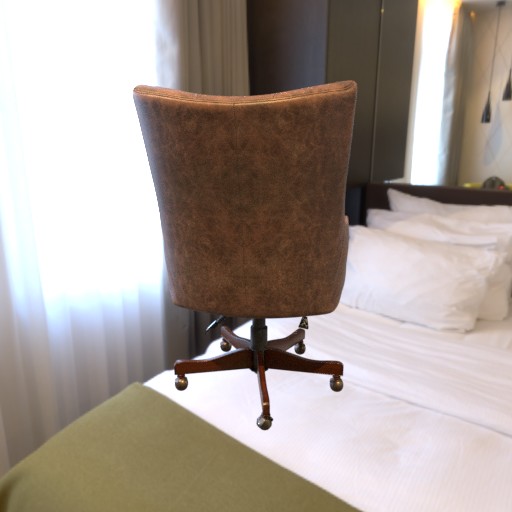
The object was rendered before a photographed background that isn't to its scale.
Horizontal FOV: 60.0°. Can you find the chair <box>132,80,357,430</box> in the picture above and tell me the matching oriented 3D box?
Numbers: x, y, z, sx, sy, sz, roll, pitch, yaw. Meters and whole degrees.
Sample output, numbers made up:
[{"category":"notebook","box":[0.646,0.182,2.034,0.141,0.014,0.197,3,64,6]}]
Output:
[{"category":"chair","box":[0.000,0.000,1.488,0.641,1.035,0.762,2,15,7]}]
